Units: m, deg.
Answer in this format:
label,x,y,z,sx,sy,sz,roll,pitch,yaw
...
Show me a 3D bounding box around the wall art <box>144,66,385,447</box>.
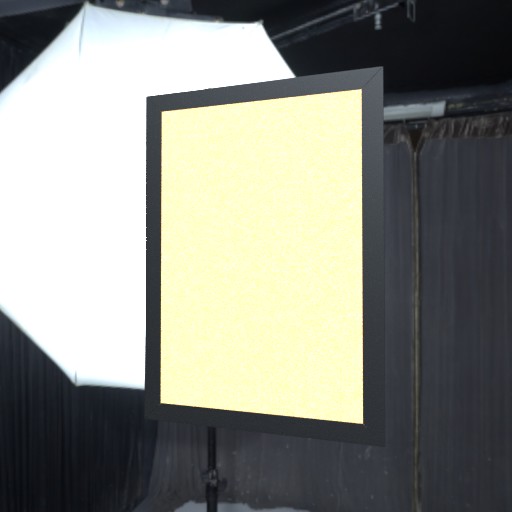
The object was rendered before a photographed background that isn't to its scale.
label,x,y,z,sx,sy,sz,roll,pitch,yaw
wall art,0.000,0.000,0.587,0.326,0.459,0.011,0,-1,17
